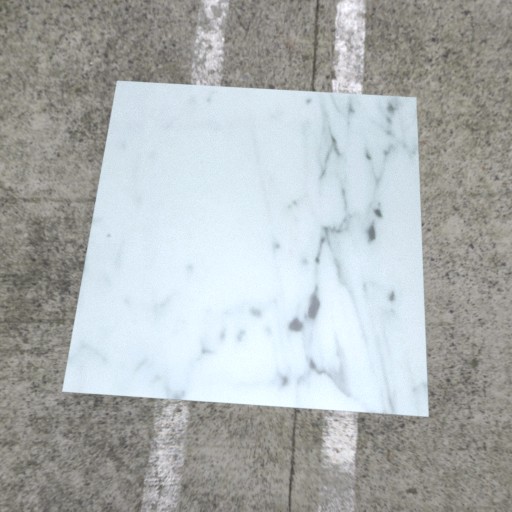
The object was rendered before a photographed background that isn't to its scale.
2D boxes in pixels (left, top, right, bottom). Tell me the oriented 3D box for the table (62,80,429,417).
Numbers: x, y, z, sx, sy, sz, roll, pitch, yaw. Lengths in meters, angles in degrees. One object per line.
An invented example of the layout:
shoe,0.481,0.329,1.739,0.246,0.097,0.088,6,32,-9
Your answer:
table,0.000,0.000,1.288,0.800,0.450,0.800,4,74,1
